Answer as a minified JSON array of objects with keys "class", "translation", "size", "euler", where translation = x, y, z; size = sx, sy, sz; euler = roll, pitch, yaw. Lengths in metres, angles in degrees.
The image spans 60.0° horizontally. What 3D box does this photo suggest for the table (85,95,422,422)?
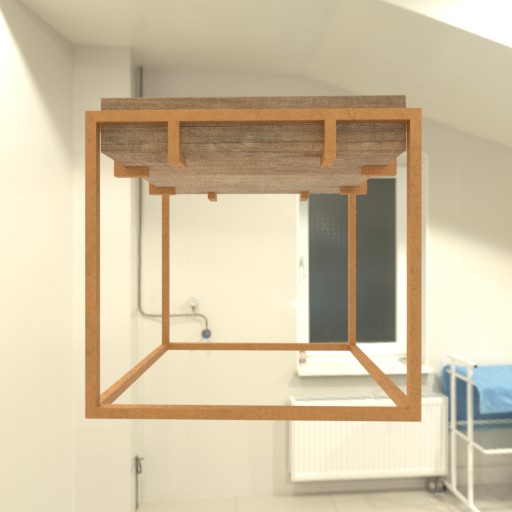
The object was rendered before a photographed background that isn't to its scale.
[{"class":"table","translation":[0.000,0.000,1.088],"size":[0.599,0.584,0.599],"euler":[0,0,1]}]
